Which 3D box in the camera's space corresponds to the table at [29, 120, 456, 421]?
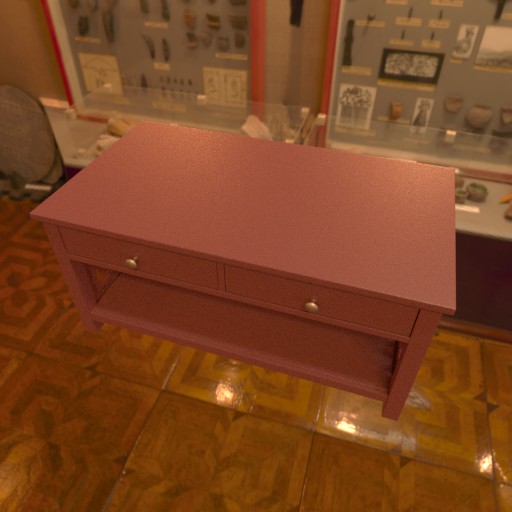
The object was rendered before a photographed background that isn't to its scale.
[{"bbox_3d":[0.000,0.000,1.415,1.068,0.493,0.612,12,43,14],"label":"table"}]
